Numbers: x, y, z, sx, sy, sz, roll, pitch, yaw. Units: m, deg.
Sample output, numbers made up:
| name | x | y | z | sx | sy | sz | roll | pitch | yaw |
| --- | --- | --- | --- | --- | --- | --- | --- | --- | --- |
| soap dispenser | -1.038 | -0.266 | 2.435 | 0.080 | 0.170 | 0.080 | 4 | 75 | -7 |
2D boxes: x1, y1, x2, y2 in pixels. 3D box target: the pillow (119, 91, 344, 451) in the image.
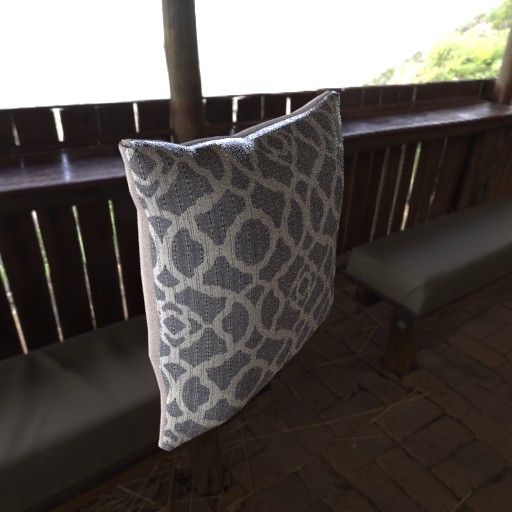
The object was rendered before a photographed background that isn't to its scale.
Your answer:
| name | x | y | z | sx | sy | sz | roll | pitch | yaw |
| --- | --- | --- | --- | --- | --- | --- | --- | --- | --- |
| pillow | 0.000 | 0.000 | 0.782 | 0.215 | 0.498 | 0.508 | 19 | 33 | 31 |
